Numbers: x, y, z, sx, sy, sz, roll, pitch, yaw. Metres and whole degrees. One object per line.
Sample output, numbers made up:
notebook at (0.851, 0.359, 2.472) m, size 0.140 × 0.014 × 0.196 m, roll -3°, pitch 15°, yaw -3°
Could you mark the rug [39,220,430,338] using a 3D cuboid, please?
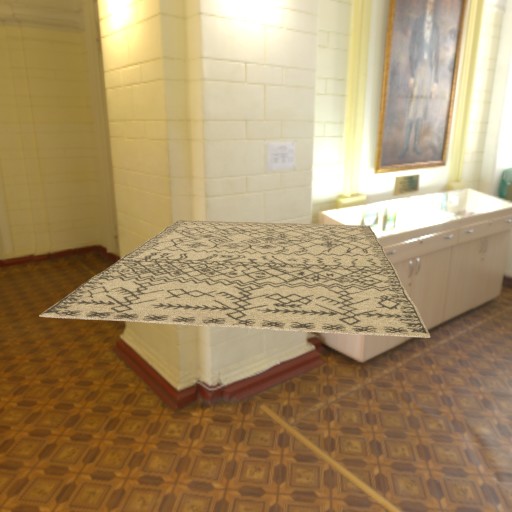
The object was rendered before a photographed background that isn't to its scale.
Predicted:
rug at (0.000, 0.000, 3.327) m, size 1.964 × 0.025 × 2.455 m, roll 2°, pitch 16°, yaw 7°
